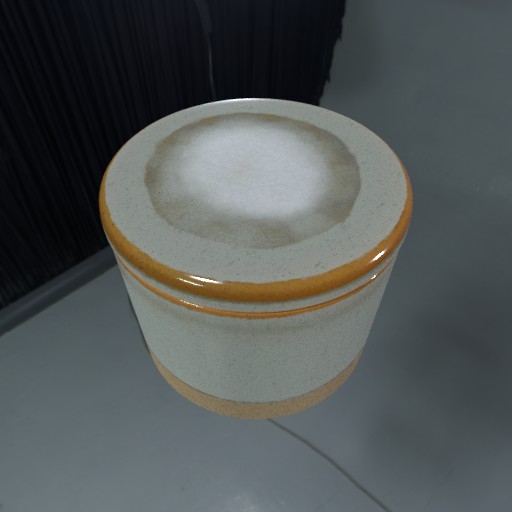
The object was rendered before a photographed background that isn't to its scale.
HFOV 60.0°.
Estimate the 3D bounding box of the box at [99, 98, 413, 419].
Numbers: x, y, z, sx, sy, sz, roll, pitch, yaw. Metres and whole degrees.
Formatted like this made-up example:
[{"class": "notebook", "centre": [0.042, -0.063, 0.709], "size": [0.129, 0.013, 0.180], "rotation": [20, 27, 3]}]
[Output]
[{"class": "box", "centre": [0.000, 0.000, 0.211], "size": [0.123, 0.100, 0.123], "rotation": [0, 47, 0]}]
